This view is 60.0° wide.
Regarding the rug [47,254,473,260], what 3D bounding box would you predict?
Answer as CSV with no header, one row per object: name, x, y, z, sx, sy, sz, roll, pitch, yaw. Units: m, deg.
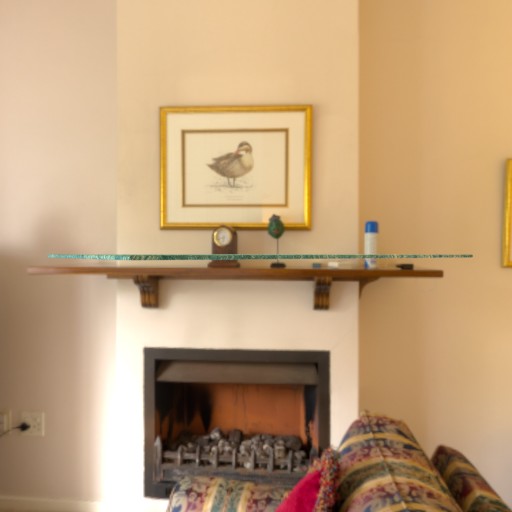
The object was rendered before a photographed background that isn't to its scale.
rug,0.000,0.000,4.178,3.217,0.027,2.405,0,0,-34
